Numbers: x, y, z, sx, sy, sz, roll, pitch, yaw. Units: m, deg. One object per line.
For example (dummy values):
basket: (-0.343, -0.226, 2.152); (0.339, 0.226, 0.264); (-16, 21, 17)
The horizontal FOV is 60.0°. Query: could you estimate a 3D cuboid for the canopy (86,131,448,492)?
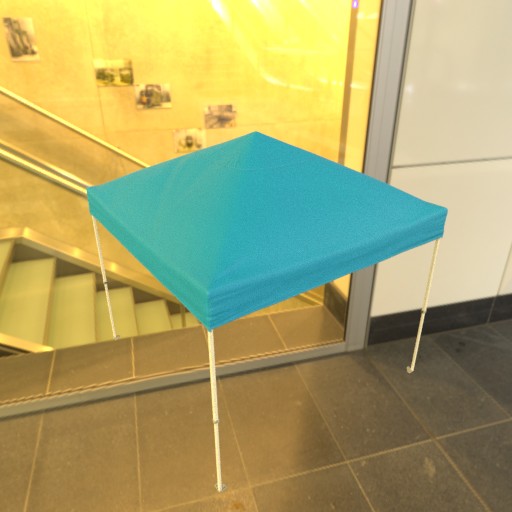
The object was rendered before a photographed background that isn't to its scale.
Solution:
canopy: (0.000, 0.000, 5.417); (2.998, 2.997, 2.996); (-18, 32, -31)
